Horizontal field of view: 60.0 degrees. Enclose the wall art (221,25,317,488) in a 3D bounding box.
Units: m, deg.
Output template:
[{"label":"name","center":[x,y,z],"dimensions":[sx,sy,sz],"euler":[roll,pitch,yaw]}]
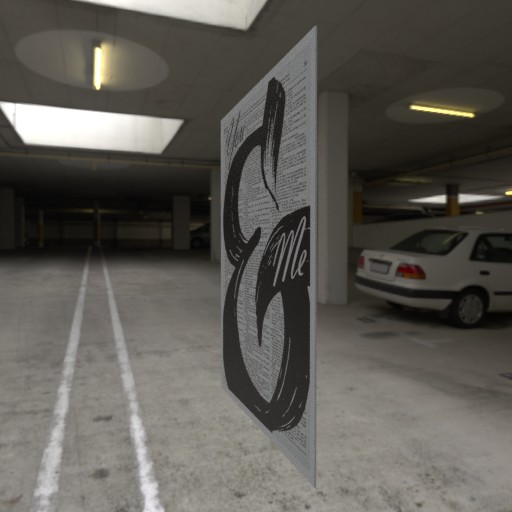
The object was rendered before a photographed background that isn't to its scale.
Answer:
[{"label":"wall art","center":[0.000,0.000,0.799],"dimensions":[0.003,0.609,0.457],"euler":[0,1,-20]}]
